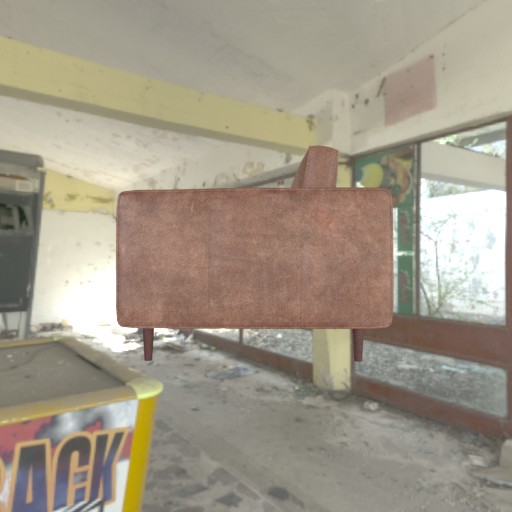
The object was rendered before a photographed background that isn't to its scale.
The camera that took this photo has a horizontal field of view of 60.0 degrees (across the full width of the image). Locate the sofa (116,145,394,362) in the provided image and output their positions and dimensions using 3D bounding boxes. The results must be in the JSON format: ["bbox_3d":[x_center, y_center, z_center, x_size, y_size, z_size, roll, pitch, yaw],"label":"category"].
[{"bbox_3d":[0.000,0.000,2.321,0.910,0.760,1.870,0,-1,1],"label":"sofa"}]
